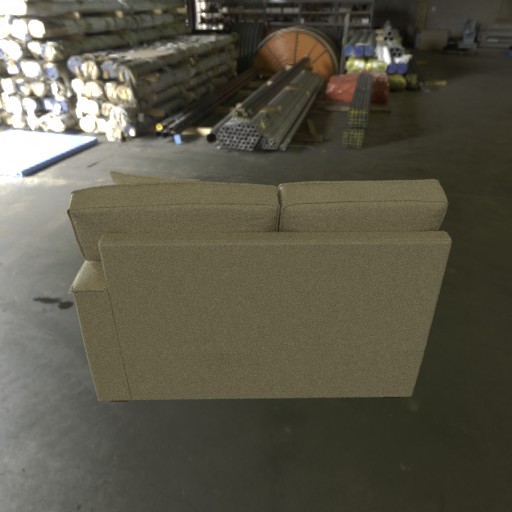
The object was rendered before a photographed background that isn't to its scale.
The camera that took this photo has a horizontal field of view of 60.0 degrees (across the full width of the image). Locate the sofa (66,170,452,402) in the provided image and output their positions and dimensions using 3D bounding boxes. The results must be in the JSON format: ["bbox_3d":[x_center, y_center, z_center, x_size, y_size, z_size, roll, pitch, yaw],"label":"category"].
[{"bbox_3d":[0.000,0.000,2.100,1.388,0.989,0.991,0,30,-1],"label":"sofa"}]
